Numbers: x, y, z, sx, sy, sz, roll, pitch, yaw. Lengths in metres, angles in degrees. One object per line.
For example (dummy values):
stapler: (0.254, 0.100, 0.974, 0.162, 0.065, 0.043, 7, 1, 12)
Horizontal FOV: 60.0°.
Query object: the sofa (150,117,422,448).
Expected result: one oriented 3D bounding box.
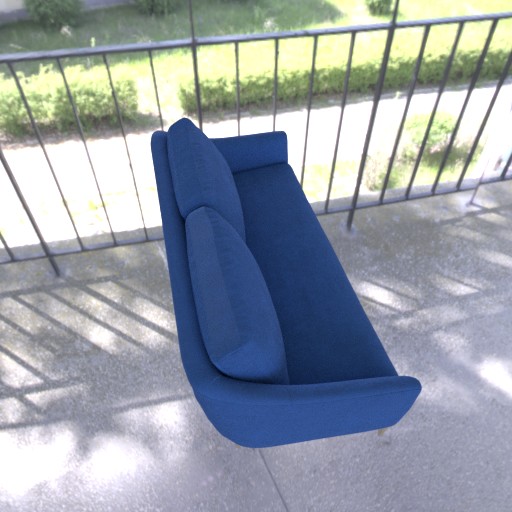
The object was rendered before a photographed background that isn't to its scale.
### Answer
sofa: (0.000, 0.000, 2.515, 0.960, 0.903, 2.036, -10, 47, -9)
